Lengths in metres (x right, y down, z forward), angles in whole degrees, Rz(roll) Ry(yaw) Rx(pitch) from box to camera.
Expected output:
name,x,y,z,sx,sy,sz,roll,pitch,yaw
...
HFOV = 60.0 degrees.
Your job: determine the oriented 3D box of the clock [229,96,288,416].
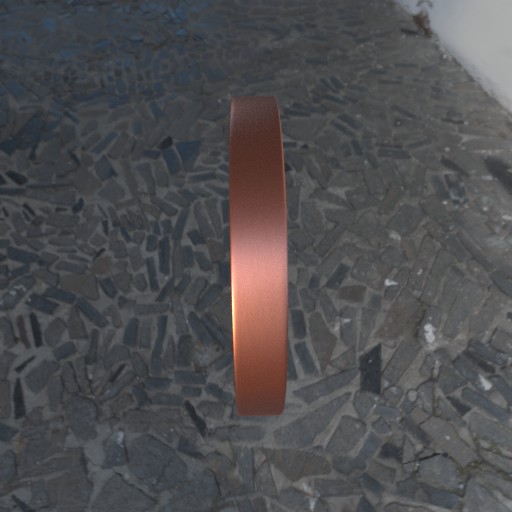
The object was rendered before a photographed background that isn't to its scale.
name,x,y,z,sx,sy,sz,roll,pitch,yaw
clock,0.000,0.000,0.462,0.040,0.313,0.313,-1,58,-1
